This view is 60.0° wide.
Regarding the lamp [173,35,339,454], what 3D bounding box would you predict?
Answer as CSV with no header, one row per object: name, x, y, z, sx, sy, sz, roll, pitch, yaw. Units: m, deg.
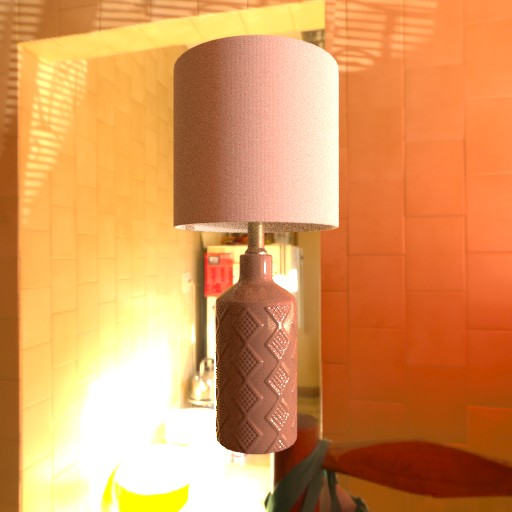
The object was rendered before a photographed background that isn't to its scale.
lamp,0.000,0.000,0.564,0.207,0.461,0.207,0,0,-19
